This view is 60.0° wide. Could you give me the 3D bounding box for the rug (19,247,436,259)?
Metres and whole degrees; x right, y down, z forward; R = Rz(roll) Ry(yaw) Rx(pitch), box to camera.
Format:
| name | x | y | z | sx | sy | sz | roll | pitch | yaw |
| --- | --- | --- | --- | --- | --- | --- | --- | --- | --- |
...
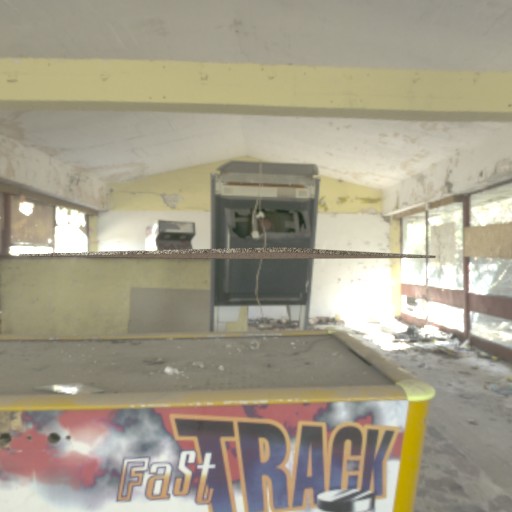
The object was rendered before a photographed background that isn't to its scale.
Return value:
| name | x | y | z | sx | sy | sz | roll | pitch | yaw |
| --- | --- | --- | --- | --- | --- | --- | --- | --- | --- |
| rug | 0.000 | 0.000 | 3.978 | 2.401 | 0.025 | 3.000 | -1 | -1 | 35 |
